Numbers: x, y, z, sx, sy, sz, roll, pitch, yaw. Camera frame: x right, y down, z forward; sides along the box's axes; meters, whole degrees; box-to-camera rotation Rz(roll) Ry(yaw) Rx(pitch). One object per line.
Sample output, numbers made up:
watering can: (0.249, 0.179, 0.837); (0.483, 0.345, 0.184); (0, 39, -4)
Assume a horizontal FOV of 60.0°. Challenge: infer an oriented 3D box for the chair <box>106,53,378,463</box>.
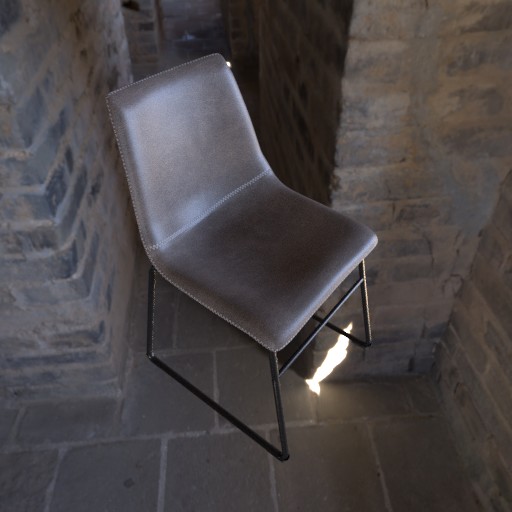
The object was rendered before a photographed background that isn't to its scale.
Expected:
chair: (0.000, 0.000, 1.097); (0.550, 0.780, 0.460); (28, 49, 27)
